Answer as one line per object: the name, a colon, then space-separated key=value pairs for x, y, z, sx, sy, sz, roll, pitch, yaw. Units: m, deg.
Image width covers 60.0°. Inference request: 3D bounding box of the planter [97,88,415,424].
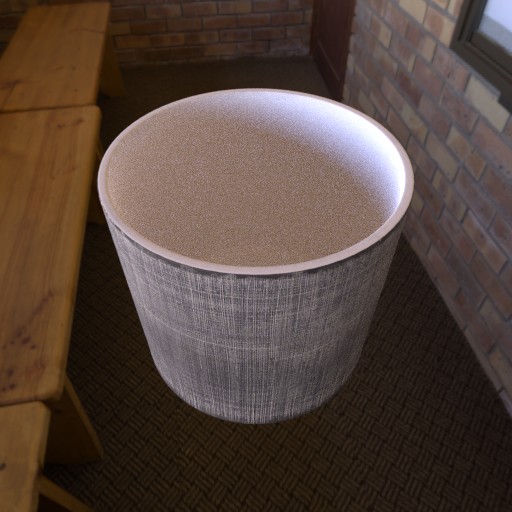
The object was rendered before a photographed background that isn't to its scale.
planter: x=0.000 y=0.000 z=0.390 sx=0.221 sy=0.201 sz=0.221 roll=0 pitch=46 yaw=0
